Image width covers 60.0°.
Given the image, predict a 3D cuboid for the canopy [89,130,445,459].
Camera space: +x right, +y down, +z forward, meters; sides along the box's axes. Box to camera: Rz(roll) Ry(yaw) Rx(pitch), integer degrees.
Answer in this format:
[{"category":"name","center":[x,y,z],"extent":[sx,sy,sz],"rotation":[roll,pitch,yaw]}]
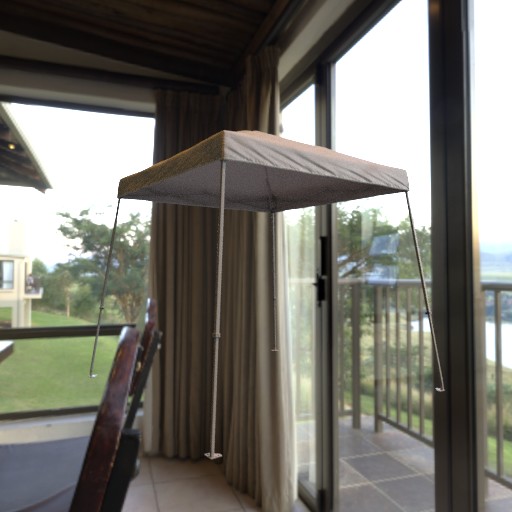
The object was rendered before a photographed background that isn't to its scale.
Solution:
[{"category":"canopy","center":[0.000,0.000,5.011],"extent":[2.849,2.849,2.848],"rotation":[1,-2,-36]}]
